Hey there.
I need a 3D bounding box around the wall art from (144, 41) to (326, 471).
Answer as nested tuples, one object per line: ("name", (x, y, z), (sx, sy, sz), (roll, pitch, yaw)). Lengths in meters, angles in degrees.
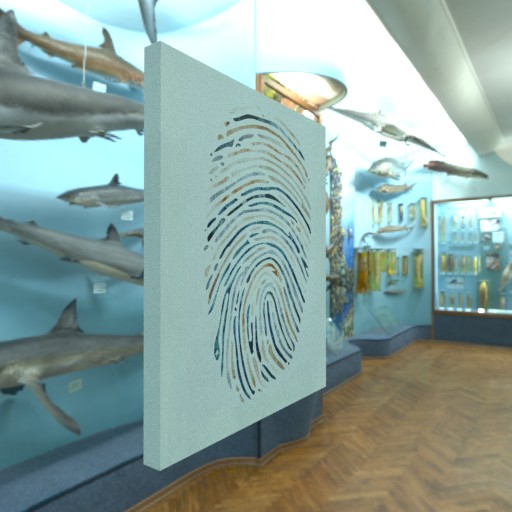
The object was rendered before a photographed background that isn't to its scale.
("wall art", (0.000, 0.000, 0.839), (0.037, 0.606, 0.508), (0, 0, 36))
